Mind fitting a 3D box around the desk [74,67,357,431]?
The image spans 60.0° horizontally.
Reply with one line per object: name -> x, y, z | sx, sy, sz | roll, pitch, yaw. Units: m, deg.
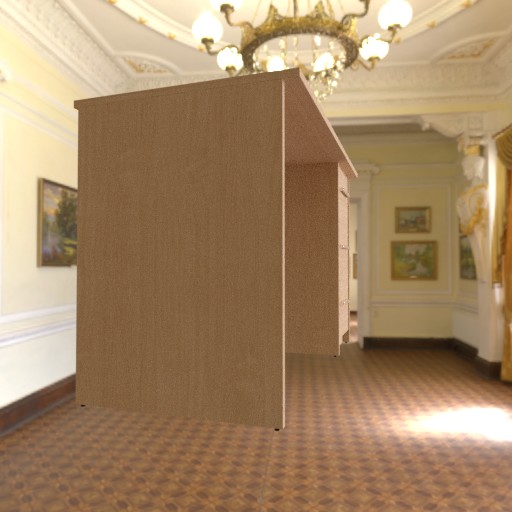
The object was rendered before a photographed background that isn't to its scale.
desk -> 0.000, 0.000, 1.495 | 0.560, 0.735, 1.097 | 0, -1, 19
